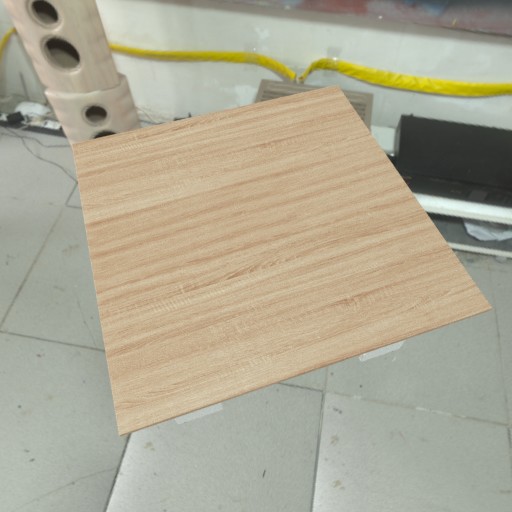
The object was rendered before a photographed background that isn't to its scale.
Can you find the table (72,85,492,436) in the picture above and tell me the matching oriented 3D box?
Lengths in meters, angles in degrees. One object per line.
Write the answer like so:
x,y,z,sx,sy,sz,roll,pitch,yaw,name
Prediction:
0.000,0.000,1.036,0.670,0.305,0.670,-16,59,-10,table
